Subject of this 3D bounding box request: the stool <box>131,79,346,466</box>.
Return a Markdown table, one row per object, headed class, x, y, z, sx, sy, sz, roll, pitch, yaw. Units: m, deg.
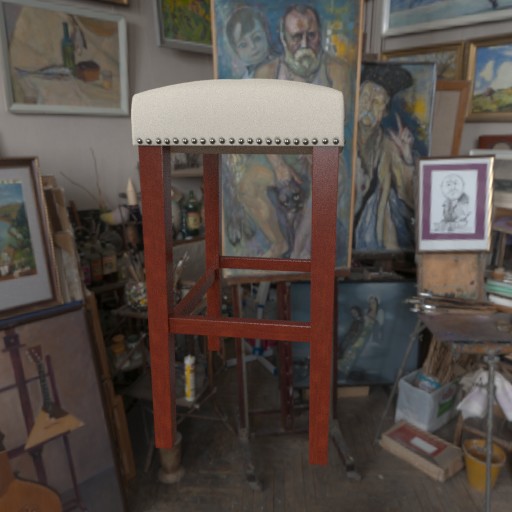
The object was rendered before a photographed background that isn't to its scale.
| class | x | y | z | sx | sy | sz | roll | pitch | yaw |
| --- | --- | --- | --- | --- | --- | --- | --- | --- | --- |
| stool | 0.000 | 0.000 | 1.054 | 0.372 | 0.742 | 0.504 | 2 | 16 | 8 |
